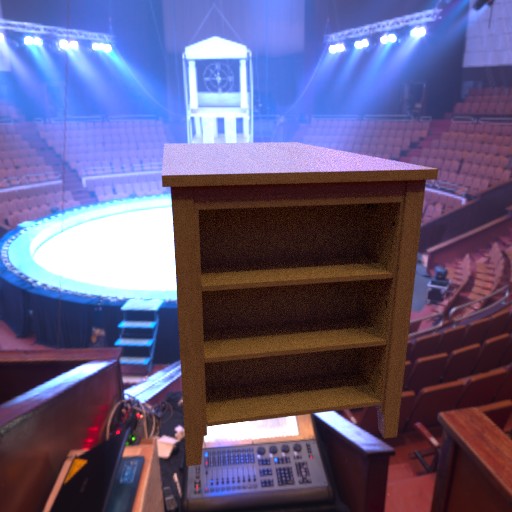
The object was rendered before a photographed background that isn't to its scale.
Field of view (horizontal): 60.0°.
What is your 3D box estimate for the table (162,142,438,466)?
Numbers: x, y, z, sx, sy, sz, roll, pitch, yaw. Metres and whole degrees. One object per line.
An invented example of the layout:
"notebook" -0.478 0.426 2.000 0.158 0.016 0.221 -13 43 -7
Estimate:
"table" 0.000 0.000 1.909 0.729 0.874 1.397 -3 18 -10
